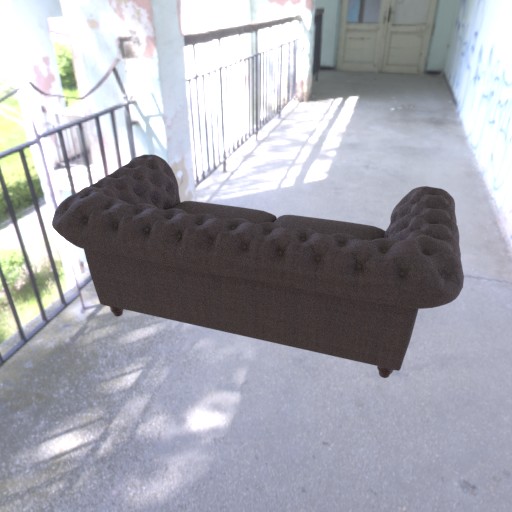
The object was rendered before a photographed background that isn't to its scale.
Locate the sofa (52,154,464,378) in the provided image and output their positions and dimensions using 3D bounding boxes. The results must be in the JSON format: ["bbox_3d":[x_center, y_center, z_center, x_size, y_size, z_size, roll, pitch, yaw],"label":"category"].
[{"bbox_3d":[0.000,0.000,2.522,2.048,0.780,0.944,10,33,16],"label":"sofa"}]
